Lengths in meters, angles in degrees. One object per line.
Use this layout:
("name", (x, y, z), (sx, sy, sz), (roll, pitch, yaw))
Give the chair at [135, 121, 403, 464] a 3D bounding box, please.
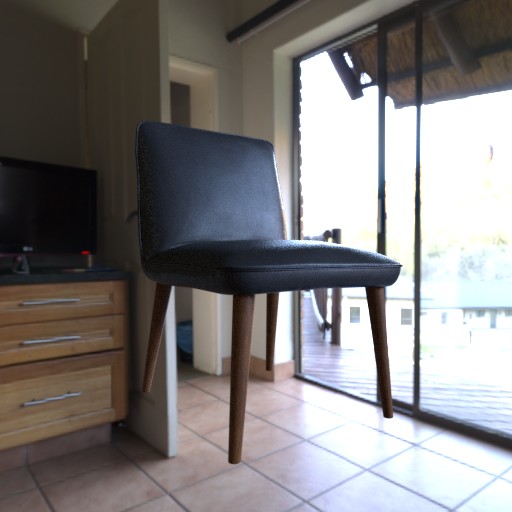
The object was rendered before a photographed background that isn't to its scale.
("chair", (0.000, 0.000, 1.201), (0.543, 0.801, 0.645), (0, 1, -37))
